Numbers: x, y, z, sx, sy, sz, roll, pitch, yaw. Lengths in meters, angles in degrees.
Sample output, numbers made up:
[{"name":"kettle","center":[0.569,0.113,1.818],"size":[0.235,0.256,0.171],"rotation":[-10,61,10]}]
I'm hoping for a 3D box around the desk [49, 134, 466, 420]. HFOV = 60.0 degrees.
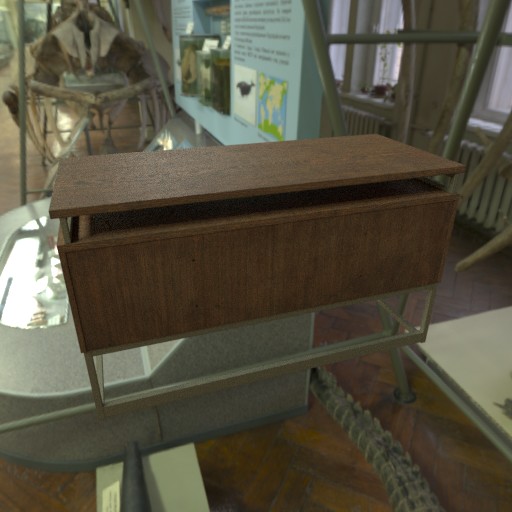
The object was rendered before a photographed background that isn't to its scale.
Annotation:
[{"name":"desk","center":[0.000,0.000,1.825],"size":[1.384,0.792,0.610],"rotation":[-9,28,-17]}]
